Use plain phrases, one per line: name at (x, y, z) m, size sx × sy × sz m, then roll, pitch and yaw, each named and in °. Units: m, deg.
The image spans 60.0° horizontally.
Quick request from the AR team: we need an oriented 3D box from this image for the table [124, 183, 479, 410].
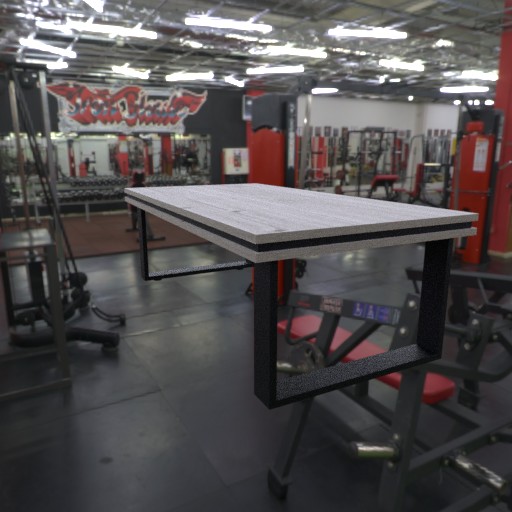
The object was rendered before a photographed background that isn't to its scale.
table at (0.000, 0.000, 1.715) m, size 0.700 × 0.450 × 1.350 m, roll -7°, pitch 15°, yaw -27°
